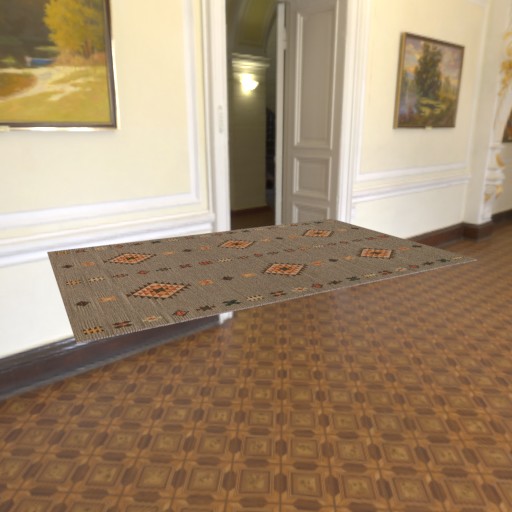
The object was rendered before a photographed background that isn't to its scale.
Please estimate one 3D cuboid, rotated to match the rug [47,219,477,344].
[{"bbox_3d":[0.000,0.000,2.943,2.427,0.007,1.515,-9,18,-27],"label":"rug"}]
